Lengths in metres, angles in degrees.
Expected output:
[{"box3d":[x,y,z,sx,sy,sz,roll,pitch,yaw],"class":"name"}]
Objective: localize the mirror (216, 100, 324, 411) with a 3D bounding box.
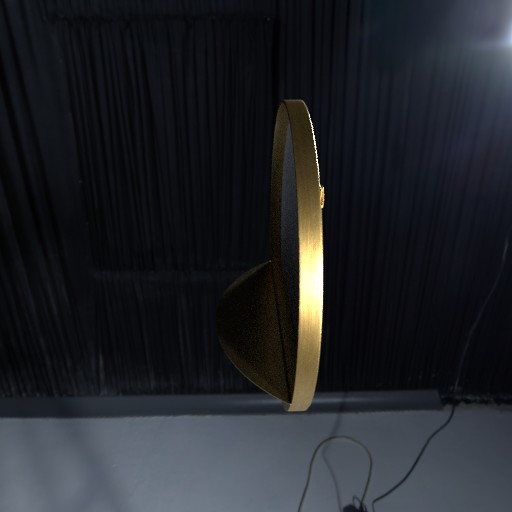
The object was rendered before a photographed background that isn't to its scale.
[{"box3d":[0.000,0.000,0.689,0.133,0.457,0.457,-1,27,-2],"class":"mirror"}]
